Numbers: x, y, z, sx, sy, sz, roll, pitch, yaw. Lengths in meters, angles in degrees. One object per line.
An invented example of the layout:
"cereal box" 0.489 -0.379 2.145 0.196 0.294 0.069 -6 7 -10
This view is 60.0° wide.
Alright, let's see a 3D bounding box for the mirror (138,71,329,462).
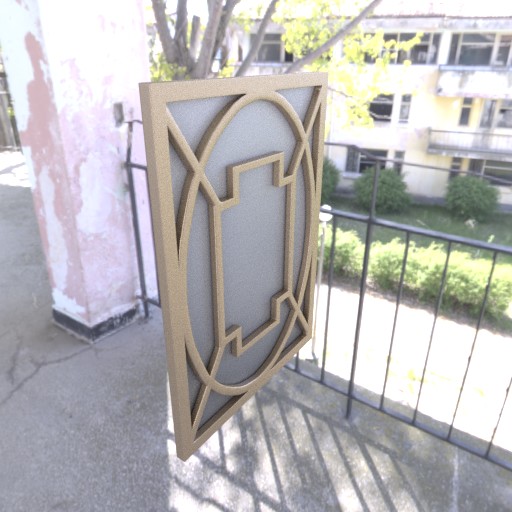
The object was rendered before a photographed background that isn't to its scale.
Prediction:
"mirror" 0.000 0.000 1.357 0.032 1.023 0.756 17 29 32
